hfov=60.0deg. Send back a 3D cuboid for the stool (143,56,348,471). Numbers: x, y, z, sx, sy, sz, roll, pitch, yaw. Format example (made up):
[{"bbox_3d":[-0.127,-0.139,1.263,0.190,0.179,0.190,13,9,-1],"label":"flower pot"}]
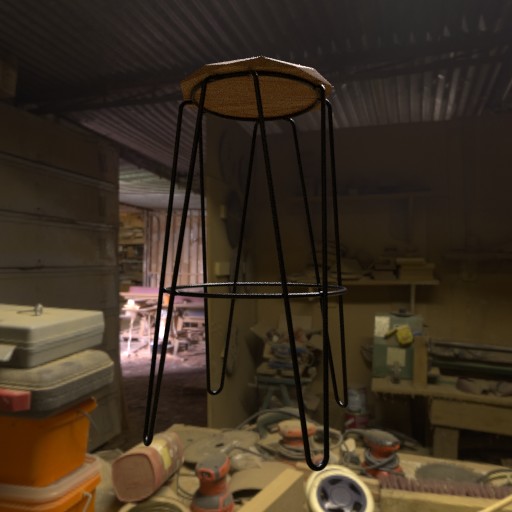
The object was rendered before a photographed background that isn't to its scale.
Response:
[{"bbox_3d":[0.000,0.000,0.806,0.326,0.610,0.326,0,0,18],"label":"stool"}]
